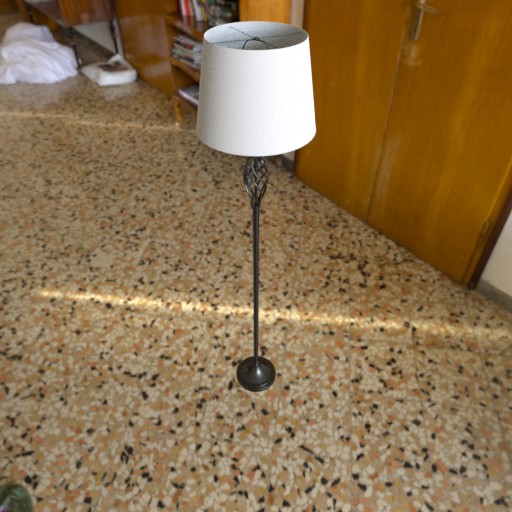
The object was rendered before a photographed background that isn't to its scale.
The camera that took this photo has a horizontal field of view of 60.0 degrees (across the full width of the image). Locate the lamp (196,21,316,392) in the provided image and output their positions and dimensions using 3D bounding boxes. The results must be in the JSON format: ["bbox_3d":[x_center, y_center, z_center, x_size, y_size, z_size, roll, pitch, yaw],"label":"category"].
[{"bbox_3d":[0.000,0.000,1.759,0.379,1.623,0.379,0,41,0],"label":"lamp"}]
